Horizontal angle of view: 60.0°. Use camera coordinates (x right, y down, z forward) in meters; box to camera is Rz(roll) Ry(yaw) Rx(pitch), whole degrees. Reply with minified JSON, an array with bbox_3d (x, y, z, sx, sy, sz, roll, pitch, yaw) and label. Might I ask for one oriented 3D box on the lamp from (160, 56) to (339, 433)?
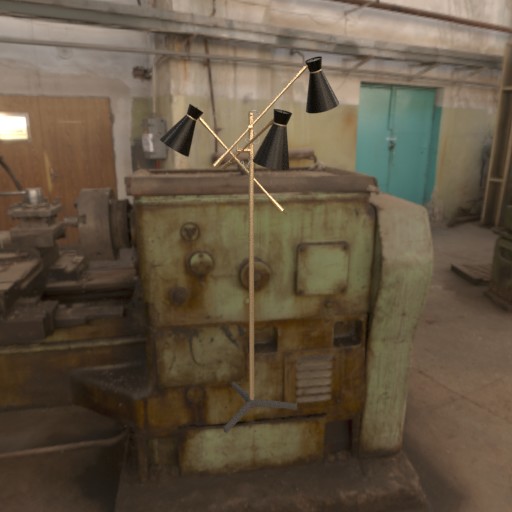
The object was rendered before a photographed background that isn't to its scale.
[{"bbox_3d":[0.000,0.000,2.162,0.750,1.804,0.653,-8,17,-27],"label":"lamp"}]
